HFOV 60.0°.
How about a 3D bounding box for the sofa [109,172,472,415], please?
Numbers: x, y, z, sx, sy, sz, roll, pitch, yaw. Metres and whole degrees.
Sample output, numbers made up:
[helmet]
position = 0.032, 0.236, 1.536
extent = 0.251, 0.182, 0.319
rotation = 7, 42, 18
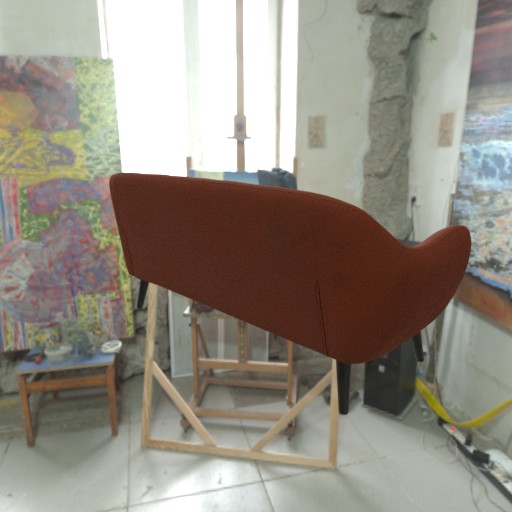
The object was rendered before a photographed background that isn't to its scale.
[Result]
[sofa]
position = 0.000, 0.000, 2.266
extent = 0.820, 0.836, 1.840
rotation = -14, 20, -42
